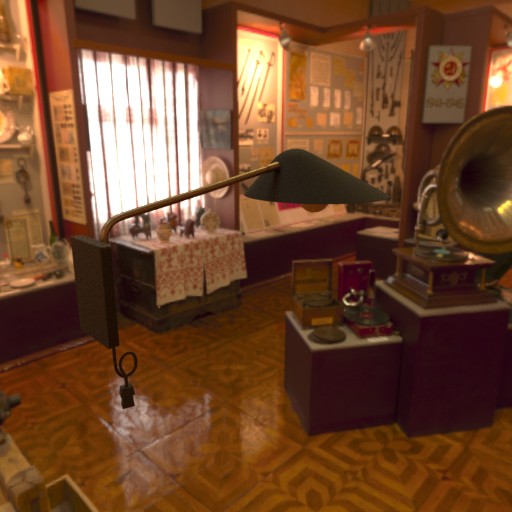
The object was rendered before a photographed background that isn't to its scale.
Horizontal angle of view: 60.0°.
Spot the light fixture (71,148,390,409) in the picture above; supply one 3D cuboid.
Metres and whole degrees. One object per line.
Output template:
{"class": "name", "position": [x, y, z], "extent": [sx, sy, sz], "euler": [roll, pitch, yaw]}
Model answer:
{"class": "light fixture", "position": [0.000, 0.000, 0.667], "extent": [0.516, 0.312, 0.240], "euler": [-14, 20, -42]}
